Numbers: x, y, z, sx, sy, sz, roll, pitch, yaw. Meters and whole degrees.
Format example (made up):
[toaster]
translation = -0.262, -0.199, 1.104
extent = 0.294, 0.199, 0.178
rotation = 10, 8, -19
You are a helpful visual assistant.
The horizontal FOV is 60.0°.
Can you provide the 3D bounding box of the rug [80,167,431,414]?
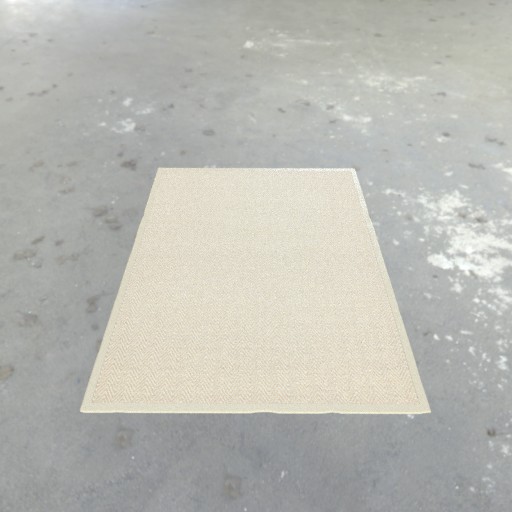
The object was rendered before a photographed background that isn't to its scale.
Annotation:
[rug]
translation = 0.000, 0.000, 4.797
extent = 2.734, 0.037, 3.659
rotation = 0, 42, 0
